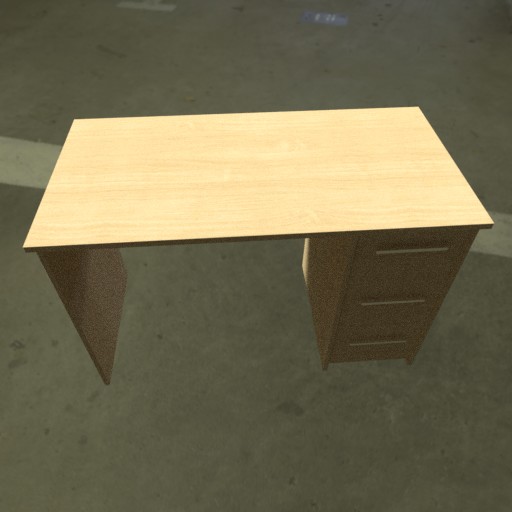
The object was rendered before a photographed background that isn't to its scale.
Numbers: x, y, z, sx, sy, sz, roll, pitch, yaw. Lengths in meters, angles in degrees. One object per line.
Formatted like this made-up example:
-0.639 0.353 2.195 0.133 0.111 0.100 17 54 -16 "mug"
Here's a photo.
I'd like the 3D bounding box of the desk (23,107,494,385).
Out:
0.000 0.000 1.486 1.097 0.735 0.560 -3 47 -3 "desk"
